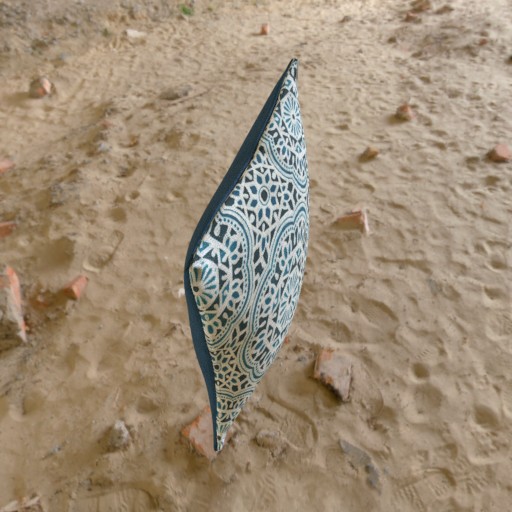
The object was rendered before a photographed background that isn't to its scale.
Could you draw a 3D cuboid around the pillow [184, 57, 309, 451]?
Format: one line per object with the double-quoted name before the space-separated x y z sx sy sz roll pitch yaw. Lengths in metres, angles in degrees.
"pillow" 0.000 0.000 0.665 0.145 0.420 0.440 11 47 10
